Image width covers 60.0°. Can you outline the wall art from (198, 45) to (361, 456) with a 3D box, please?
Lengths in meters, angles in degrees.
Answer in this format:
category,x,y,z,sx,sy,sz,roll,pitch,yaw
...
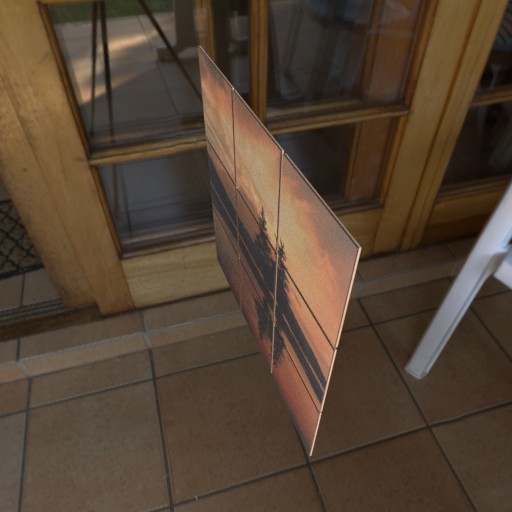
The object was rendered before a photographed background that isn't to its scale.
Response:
category,x,y,z,sx,sy,sz,roll,pitch,yaw
wall art,0.000,0.000,2.242,0.013,1.525,1.520,-16,48,-15
